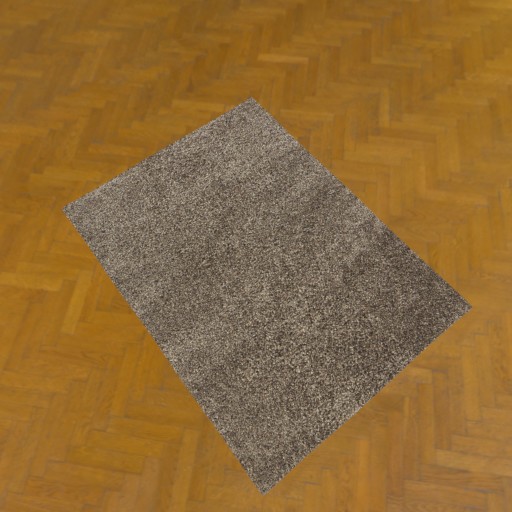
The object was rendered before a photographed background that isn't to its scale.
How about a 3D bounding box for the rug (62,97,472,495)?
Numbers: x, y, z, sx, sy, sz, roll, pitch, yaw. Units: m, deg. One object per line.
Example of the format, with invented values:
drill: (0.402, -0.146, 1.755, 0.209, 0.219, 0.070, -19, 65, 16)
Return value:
rug: (0.000, 0.000, 2.093, 1.198, 0.025, 1.601, -35, 69, -16)
